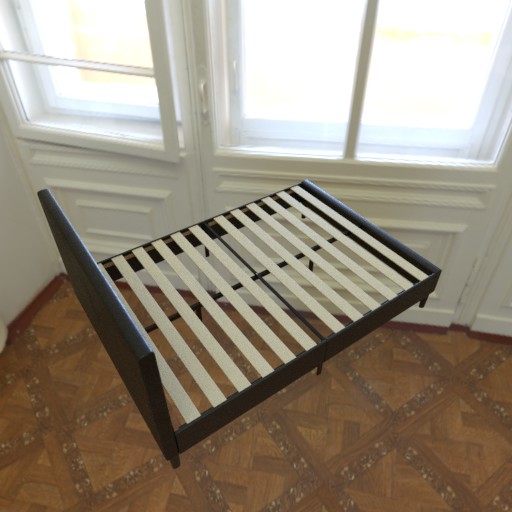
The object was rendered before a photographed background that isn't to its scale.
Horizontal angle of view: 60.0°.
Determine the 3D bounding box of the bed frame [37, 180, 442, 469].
[{"bbox_3d":[0.000,0.000,2.979,2.152,1.046,1.469,-25,47,-26],"label":"bed frame"}]
